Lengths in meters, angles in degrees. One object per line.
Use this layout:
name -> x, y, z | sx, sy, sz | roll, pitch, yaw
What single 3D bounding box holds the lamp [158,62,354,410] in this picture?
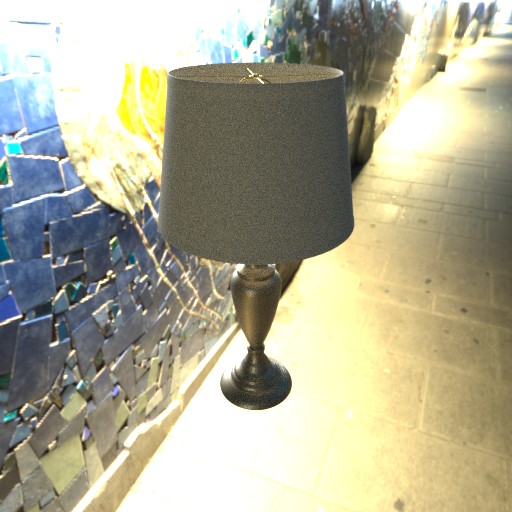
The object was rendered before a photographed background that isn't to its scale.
lamp -> 0.000, 0.000, 0.790 | 0.328, 0.612, 0.328 | 0, 29, 0
